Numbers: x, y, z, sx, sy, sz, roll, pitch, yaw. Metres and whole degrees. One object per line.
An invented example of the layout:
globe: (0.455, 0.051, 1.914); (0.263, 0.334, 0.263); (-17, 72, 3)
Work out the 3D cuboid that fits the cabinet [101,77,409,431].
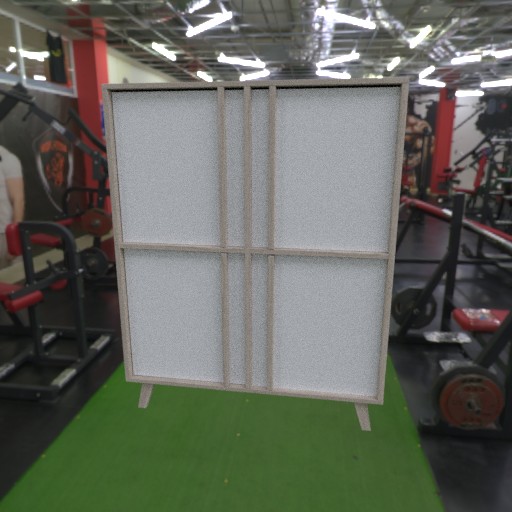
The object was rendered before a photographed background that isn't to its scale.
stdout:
cabinet: (0.000, 0.000, 1.938); (1.111, 1.388, 0.398); (2, 15, 9)
